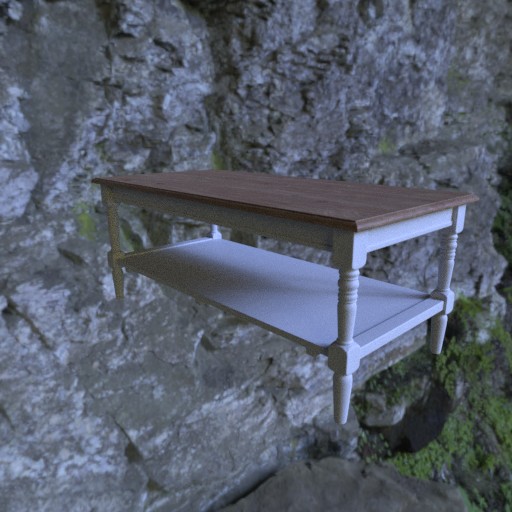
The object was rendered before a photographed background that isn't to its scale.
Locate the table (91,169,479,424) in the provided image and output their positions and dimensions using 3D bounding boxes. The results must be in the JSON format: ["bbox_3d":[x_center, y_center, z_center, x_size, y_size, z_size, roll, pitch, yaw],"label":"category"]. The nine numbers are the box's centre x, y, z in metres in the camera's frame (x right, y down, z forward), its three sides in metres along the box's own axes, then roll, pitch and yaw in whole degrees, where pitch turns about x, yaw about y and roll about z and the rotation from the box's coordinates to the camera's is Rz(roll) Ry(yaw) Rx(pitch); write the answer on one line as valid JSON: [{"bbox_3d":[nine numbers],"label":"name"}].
[{"bbox_3d":[0.000,0.000,1.428,0.559,0.458,1.118,-14,21,-42],"label":"table"}]
